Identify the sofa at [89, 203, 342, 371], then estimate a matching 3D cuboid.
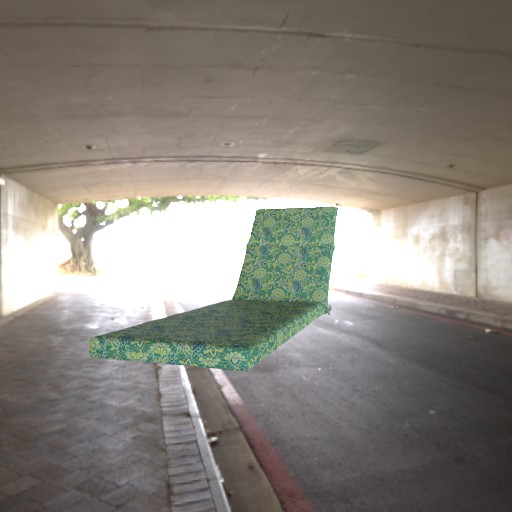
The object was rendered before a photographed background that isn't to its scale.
[{"bbox_3d":[0.000,0.000,2.031,0.582,0.622,1.663,0,1,18],"label":"sofa"}]
